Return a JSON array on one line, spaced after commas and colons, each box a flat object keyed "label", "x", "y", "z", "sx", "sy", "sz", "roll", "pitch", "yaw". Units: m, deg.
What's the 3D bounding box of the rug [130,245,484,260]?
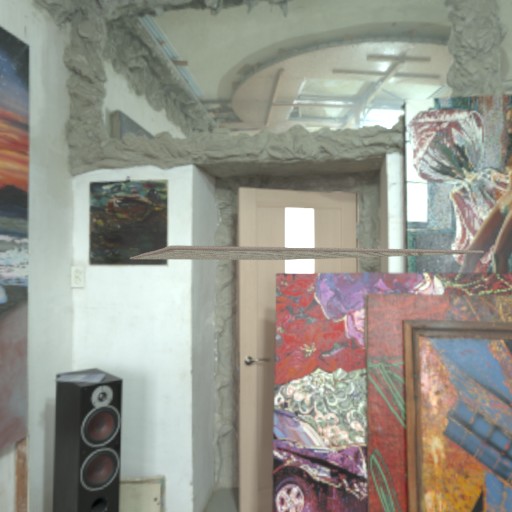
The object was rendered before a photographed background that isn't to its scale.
[{"label": "rug", "x": 0.000, "y": 0.000, "z": 2.123, "sx": 1.066, "sy": 0.011, "sz": 1.677, "roll": 0, "pitch": -1, "yaw": -19}]
